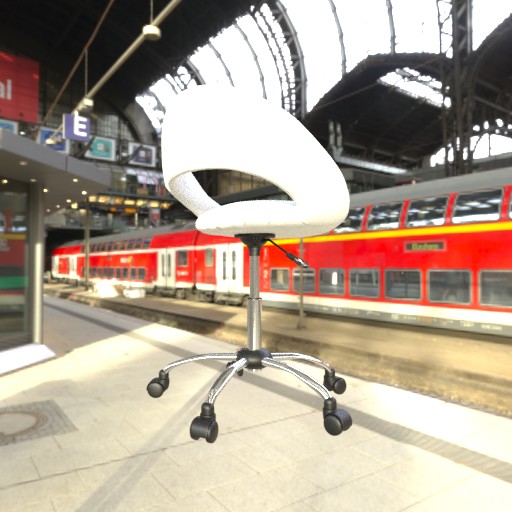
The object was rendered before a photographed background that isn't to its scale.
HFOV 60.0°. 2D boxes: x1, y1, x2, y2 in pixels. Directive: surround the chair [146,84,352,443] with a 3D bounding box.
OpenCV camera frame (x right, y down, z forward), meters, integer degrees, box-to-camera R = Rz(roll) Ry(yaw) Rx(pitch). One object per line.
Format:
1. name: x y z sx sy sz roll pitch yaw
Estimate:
1. chair: 0.000 0.000 1.199 0.538 0.791 0.612 1 -1 -36
